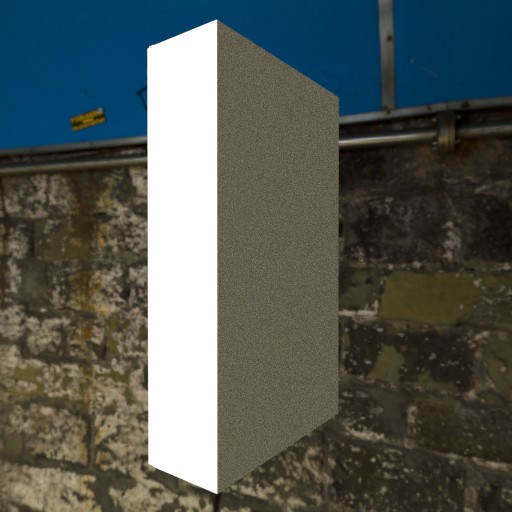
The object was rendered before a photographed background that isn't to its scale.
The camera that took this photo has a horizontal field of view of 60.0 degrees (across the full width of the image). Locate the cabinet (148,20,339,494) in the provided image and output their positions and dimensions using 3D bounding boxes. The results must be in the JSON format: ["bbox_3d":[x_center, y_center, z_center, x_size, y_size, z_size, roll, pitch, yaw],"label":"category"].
[{"bbox_3d":[0.000,0.000,2.656,0.480,2.160,1.250,0,1,36],"label":"cabinet"}]
